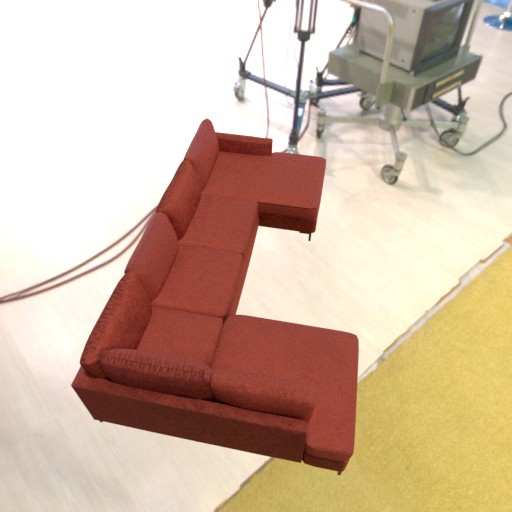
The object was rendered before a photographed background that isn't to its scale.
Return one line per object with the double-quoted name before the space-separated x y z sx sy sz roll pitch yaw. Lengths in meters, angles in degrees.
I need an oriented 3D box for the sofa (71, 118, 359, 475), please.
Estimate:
"sofa" 0.000 0.000 4.319 2.055 0.992 3.434 8 49 7
